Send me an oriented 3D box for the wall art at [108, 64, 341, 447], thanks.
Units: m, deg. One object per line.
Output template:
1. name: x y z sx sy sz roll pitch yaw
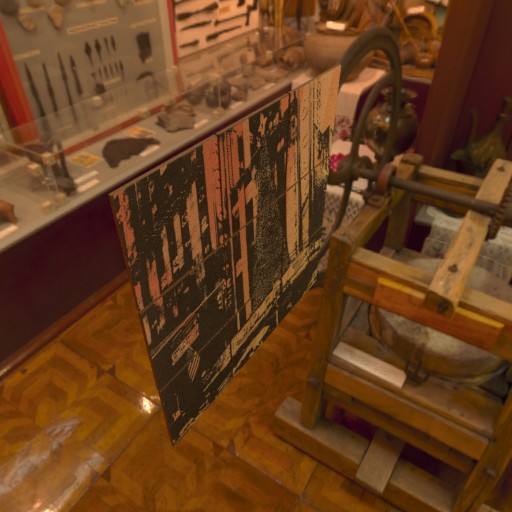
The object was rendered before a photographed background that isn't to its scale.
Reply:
1. wall art: 0.000 0.000 1.376 0.010 0.917 0.919 24 45 26
